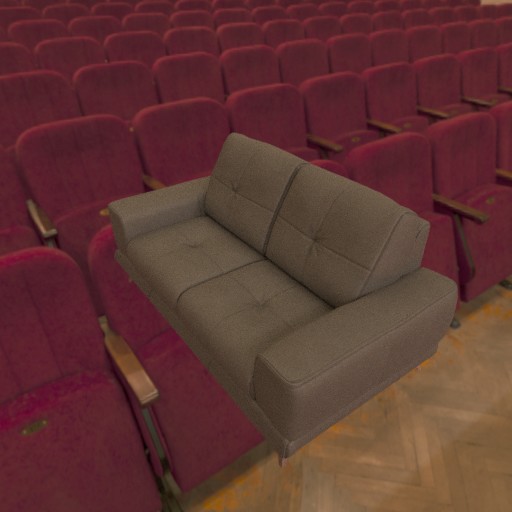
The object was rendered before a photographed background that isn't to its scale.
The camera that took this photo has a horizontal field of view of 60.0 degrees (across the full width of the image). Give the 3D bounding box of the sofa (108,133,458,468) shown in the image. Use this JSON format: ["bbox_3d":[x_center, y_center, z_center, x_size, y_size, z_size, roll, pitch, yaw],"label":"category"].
[{"bbox_3d":[0.000,0.000,2.382,1.018,0.907,1.806,-21,39,-30],"label":"sofa"}]
